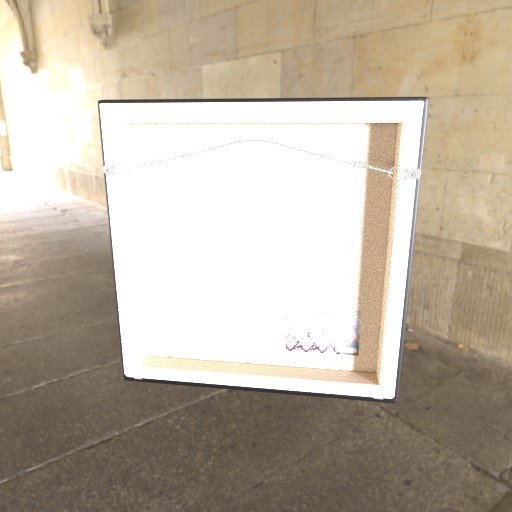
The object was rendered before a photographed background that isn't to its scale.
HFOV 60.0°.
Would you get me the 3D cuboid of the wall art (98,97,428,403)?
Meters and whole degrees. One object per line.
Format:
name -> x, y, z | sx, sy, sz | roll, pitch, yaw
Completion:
wall art -> 0.000, 0.000, 0.607 | 0.406, 0.407, 0.041 | 2, 16, 8
